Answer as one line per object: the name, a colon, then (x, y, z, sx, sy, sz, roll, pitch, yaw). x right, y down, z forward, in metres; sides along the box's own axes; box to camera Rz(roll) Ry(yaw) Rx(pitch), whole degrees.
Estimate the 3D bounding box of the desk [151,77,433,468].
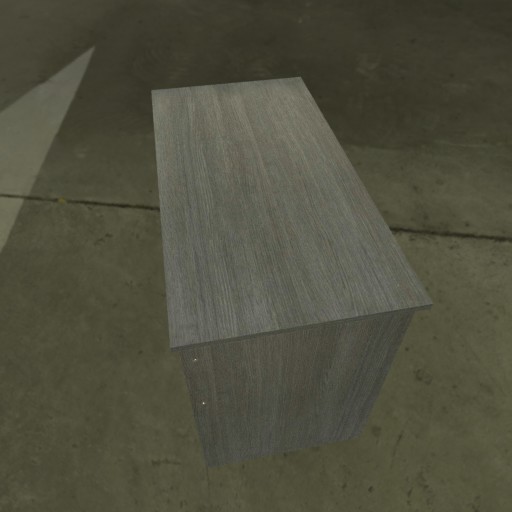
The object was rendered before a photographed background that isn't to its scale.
desk: (0.000, 0.000, 1.546, 0.560, 0.730, 1.096, -8, 47, -8)
